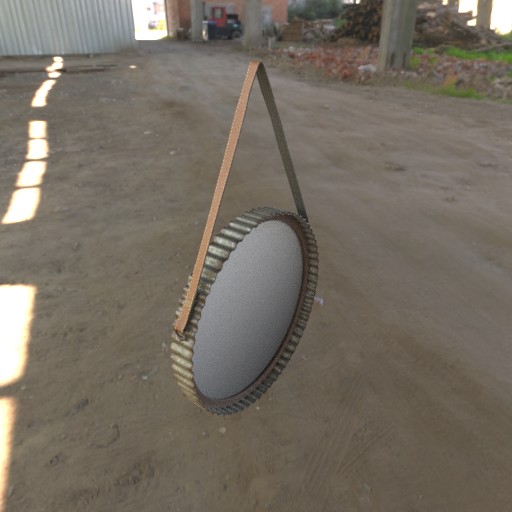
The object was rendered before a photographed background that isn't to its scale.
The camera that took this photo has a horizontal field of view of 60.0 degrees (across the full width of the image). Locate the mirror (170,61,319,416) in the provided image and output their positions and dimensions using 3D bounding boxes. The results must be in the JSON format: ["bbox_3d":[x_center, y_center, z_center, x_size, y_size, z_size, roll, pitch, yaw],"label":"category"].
[{"bbox_3d":[0.000,0.000,0.703,0.042,0.568,0.355,19,33,32],"label":"mirror"}]
